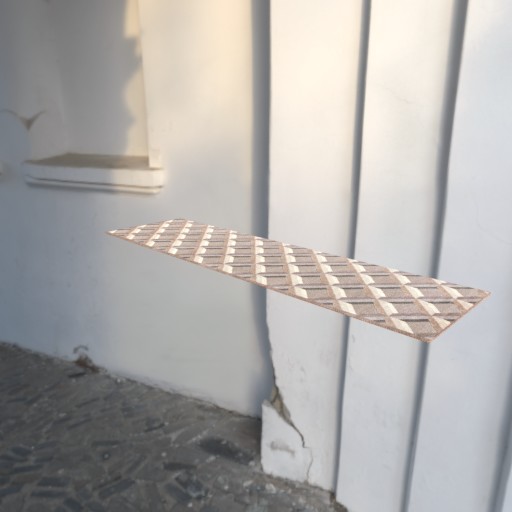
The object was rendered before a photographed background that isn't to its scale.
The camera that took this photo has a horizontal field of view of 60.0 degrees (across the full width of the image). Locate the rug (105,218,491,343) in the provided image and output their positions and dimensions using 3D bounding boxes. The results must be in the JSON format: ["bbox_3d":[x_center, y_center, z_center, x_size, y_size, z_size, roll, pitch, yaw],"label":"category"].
[{"bbox_3d":[0.000,0.000,2.670,2.437,0.013,0.685,16,23,42],"label":"rug"}]
